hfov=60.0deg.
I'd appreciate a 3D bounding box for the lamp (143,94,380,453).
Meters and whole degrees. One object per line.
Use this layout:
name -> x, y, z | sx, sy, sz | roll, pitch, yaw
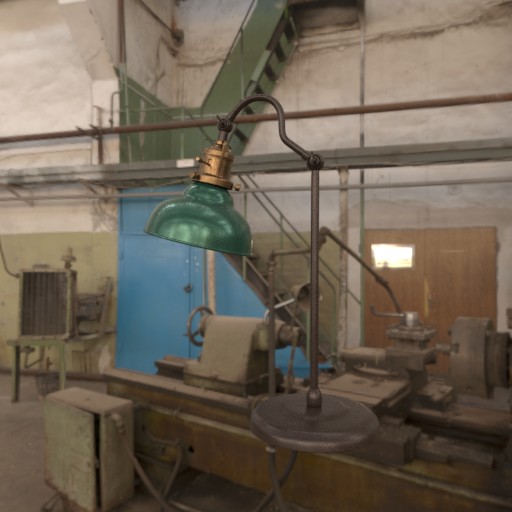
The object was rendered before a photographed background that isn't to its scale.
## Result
lamp -> 0.000, 0.000, 0.695 | 0.374, 0.508, 0.192 | 0, -1, 18
